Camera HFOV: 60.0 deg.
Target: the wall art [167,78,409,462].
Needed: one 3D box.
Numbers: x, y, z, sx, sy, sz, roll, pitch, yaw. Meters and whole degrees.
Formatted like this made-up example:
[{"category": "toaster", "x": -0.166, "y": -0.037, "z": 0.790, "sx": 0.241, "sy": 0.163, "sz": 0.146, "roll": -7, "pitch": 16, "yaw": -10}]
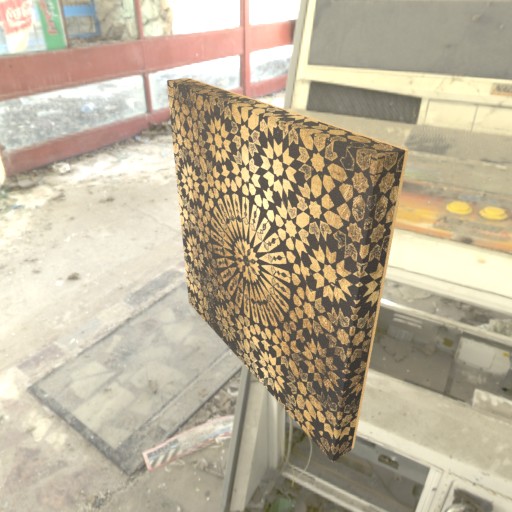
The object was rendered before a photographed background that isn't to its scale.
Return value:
[{"category": "wall art", "x": 0.000, "y": 0.000, "z": 0.614, "sx": 0.038, "sy": 0.405, "sz": 0.405, "roll": -20, "pitch": 37, "yaw": -29}]
